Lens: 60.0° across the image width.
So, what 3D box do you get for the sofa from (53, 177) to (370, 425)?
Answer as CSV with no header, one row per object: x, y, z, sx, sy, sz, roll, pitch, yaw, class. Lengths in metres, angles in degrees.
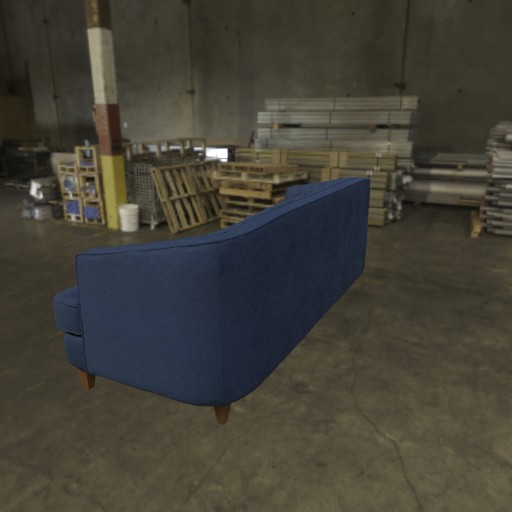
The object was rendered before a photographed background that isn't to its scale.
0.000,0.000,2.742,0.941,0.855,2.278,9,19,27,sofa
